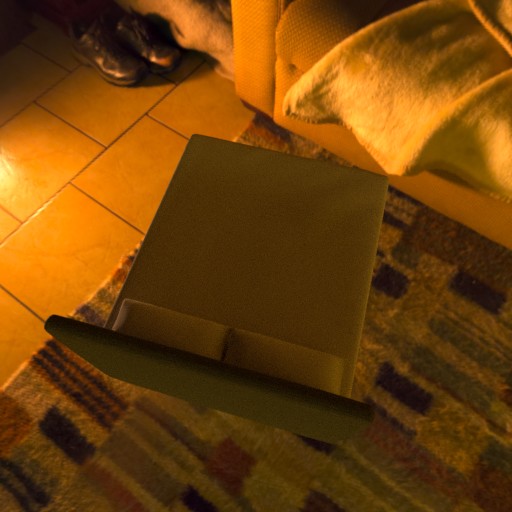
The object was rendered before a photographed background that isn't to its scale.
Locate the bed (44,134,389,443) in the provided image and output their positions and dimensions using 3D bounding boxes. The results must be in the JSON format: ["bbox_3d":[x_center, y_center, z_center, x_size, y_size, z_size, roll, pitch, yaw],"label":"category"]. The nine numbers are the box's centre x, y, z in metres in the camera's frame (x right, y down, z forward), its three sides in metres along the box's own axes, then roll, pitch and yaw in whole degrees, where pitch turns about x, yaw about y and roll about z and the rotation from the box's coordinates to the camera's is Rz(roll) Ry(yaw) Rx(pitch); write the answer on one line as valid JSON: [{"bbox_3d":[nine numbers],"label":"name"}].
[{"bbox_3d":[0.000,0.000,3.313,1.884,1.330,2.142,14,64,7],"label":"bed"}]
